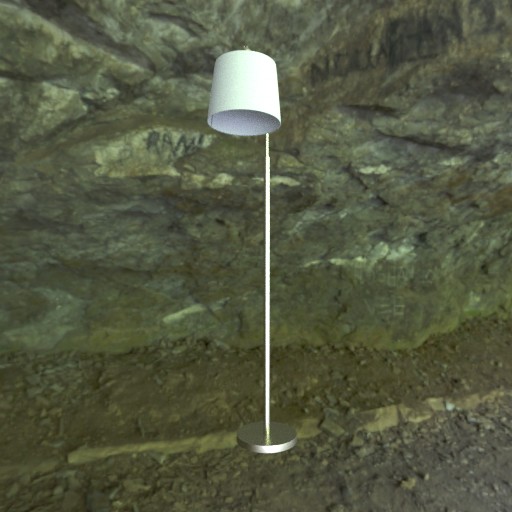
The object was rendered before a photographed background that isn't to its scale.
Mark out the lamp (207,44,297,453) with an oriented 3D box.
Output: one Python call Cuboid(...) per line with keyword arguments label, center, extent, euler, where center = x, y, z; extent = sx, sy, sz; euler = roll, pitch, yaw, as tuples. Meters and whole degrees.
Cuboid(label="lamp", center=(0.000, 0.000, 1.658), extent=(0.254, 1.478, 0.508), euler=(0, 0, 19))
